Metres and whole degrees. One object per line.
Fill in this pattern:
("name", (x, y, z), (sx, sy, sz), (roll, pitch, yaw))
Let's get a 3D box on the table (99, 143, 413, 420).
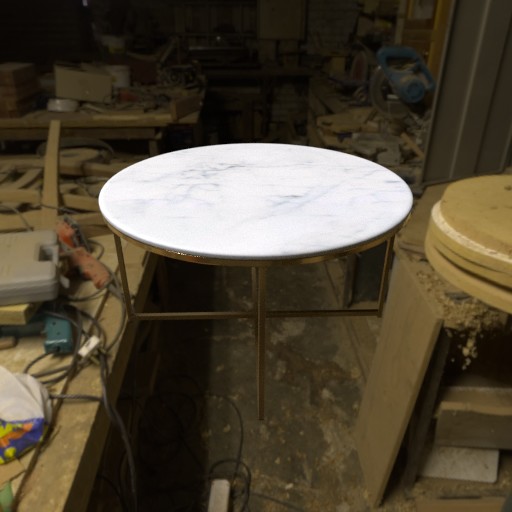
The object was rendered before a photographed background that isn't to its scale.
("table", (0.000, 0.000, 1.286), (0.800, 0.450, 0.800), (0, 29, 0))
